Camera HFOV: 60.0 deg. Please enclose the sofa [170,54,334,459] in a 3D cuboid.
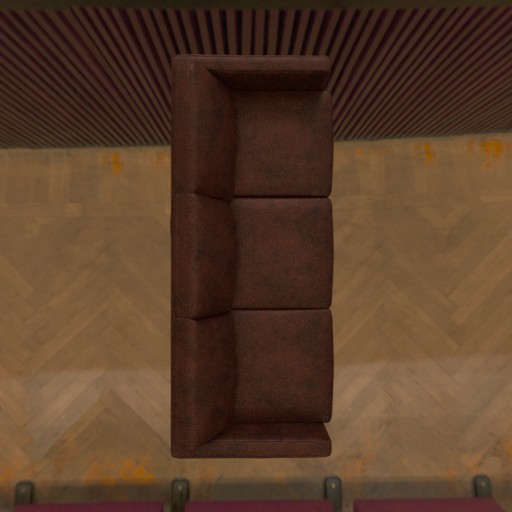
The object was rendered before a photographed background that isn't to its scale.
[{"bbox_3d":[0.000,0.000,2.995,1.045,1.006,2.464,0,90,-1],"label":"sofa"}]
